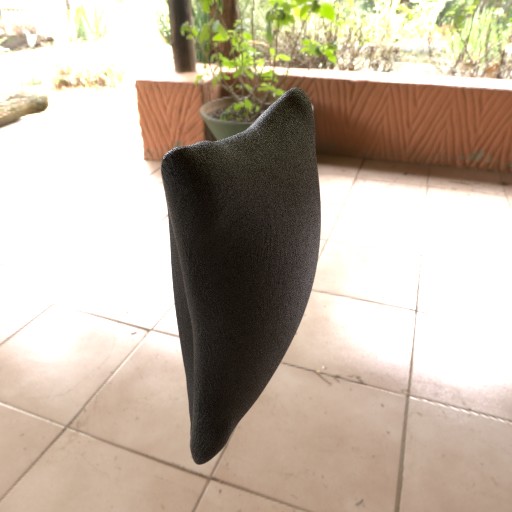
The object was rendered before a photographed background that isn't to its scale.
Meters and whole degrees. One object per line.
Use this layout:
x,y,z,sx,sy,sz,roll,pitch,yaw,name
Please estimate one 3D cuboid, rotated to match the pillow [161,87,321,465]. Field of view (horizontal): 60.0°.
0.000,0.000,0.803,0.210,0.523,0.533,10,31,17,pillow
